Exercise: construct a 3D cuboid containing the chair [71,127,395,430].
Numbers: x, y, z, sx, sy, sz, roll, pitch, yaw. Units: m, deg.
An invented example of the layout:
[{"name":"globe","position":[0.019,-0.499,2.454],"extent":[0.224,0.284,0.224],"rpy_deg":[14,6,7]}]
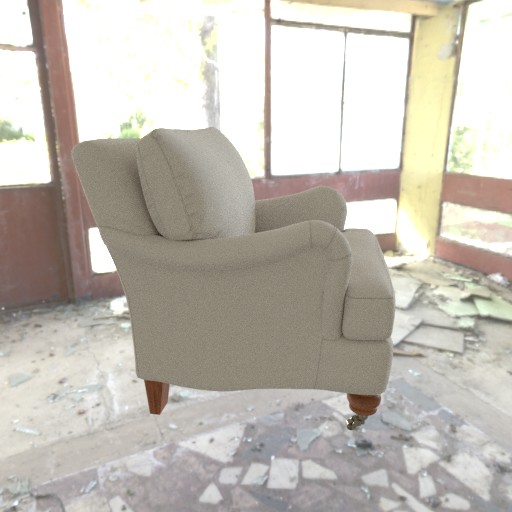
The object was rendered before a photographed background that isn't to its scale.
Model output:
[{"name":"chair","position":[0.000,0.000,1.864],"extent":[1.070,1.038,0.955],"rpy_deg":[3,17,10]}]
